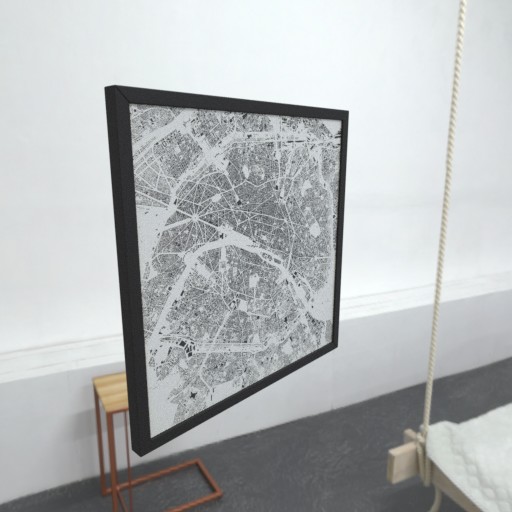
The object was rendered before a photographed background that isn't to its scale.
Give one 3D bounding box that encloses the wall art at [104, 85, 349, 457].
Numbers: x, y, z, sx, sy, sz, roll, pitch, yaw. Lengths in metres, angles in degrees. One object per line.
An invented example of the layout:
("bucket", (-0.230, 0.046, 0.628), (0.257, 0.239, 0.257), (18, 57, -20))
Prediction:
("wall art", (0.000, 0.000, 1.153), (0.037, 0.763, 0.763), (13, 19, 42))
